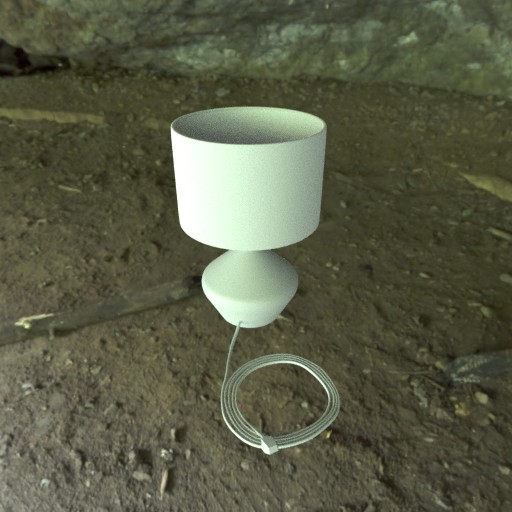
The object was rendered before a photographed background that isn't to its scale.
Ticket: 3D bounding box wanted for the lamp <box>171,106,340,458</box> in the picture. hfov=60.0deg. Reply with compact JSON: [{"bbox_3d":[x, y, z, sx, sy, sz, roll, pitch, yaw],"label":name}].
[{"bbox_3d":[0.000,0.000,0.877,0.401,0.457,0.546,8,31,13],"label":"lamp"}]
